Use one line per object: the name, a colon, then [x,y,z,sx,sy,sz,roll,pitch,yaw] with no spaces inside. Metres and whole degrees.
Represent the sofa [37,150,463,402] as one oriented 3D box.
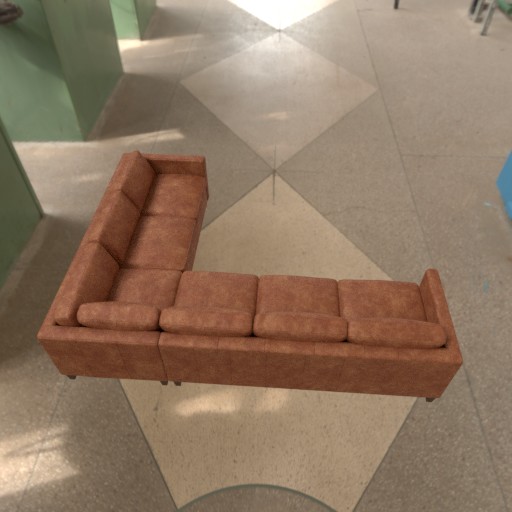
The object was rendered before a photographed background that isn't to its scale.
sofa: [0.000,0.000,4.255,3.167,0.838,2.438,3,47,3]
